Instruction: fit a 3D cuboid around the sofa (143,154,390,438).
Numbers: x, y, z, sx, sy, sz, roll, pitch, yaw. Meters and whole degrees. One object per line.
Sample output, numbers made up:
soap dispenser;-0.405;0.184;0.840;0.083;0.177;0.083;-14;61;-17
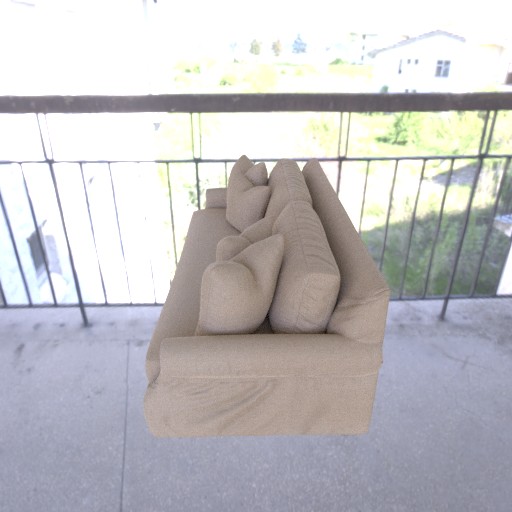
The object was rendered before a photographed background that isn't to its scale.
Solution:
sofa;0.000;0.000;2.849;1.067;0.904;2.285;0;26;-1
